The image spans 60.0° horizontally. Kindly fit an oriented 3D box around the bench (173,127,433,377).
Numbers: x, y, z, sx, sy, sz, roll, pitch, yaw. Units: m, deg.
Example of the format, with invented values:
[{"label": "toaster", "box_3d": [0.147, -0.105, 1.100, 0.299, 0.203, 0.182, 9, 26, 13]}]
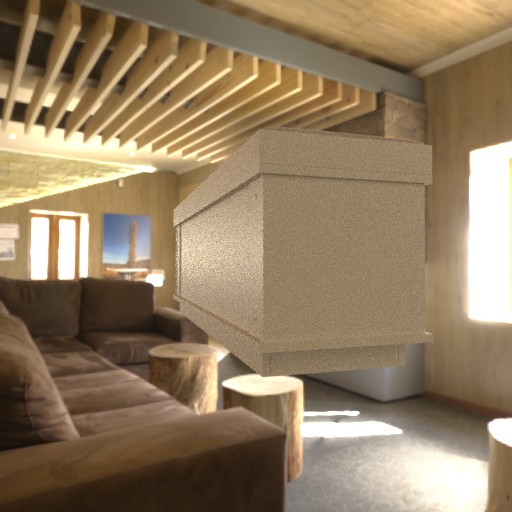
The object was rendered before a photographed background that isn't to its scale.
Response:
[{"label": "bench", "box_3d": [0.000, 0.000, 1.373, 0.363, 0.453, 1.196, 0, -1, -17]}]
